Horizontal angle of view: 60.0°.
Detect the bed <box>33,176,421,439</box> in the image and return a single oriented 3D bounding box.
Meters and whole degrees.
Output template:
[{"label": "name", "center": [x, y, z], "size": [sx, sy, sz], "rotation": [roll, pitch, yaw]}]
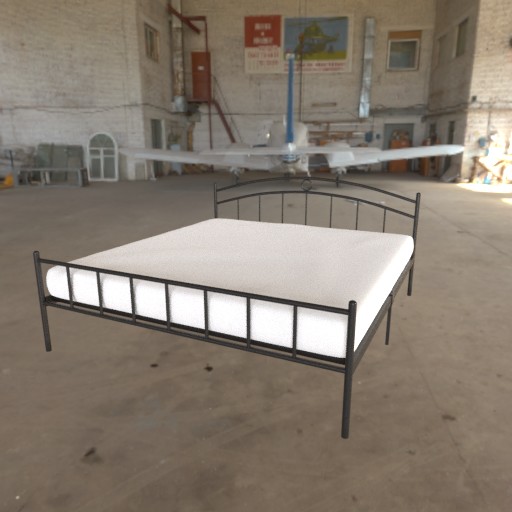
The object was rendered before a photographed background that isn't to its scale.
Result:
[{"label": "bed", "center": [0.000, 0.000, 3.079], "size": [1.880, 0.940, 2.040], "rotation": [7, 16, 25]}]
